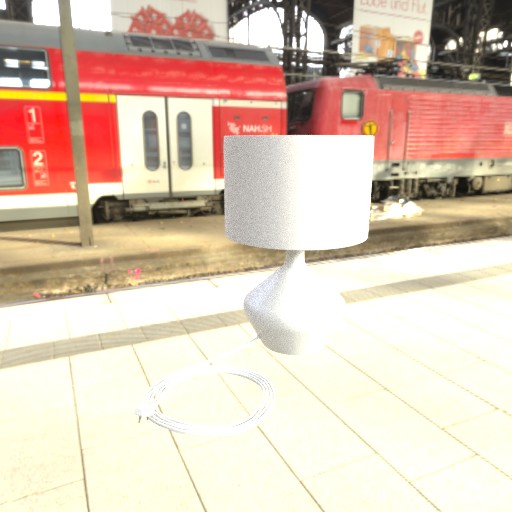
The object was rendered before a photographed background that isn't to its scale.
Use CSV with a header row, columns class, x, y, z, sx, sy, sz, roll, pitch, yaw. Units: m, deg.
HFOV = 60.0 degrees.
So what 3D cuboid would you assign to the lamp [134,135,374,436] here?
class,x,y,z,sx,sy,sz,roll,pitch,yaw
lamp,0.000,0.000,0.873,0.546,0.457,0.401,-7,16,-26
